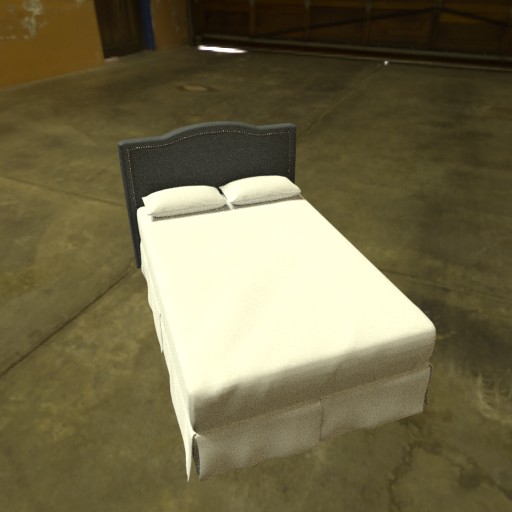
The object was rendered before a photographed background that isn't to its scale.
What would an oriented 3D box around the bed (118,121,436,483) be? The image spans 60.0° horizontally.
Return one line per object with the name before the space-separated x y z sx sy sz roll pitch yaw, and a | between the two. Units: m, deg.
bed | 0.000 0.000 3.465 1.747 1.441 2.507 -11 34 -16
